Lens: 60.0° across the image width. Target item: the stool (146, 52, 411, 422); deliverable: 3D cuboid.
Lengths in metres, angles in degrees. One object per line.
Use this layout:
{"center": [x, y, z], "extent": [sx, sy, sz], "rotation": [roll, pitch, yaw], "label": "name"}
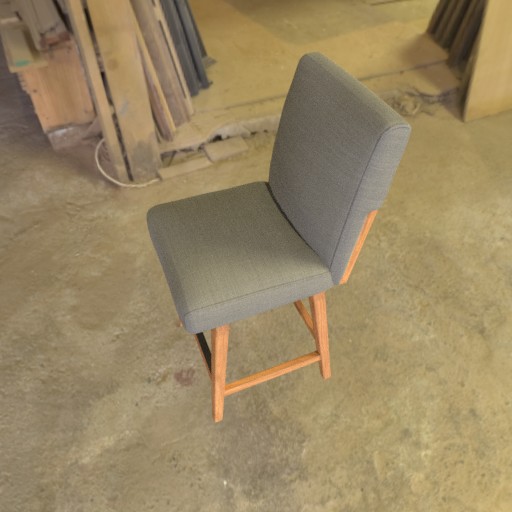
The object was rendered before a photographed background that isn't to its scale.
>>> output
{"center": [0.000, 0.000, 1.360], "extent": [0.570, 1.019, 0.459], "rotation": [-17, 49, -15], "label": "stool"}
